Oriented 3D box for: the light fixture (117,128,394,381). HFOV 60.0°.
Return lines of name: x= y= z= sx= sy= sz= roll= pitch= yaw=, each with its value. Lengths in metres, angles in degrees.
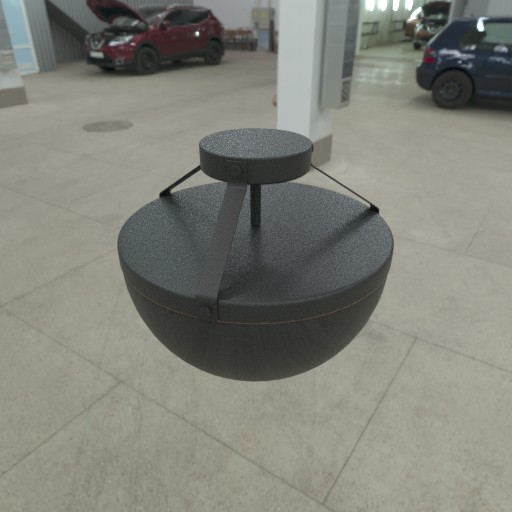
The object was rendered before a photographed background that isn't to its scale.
light fixture: x=0.000 y=0.000 z=0.520 sx=0.304 sy=0.269 sz=0.304 roll=0 pitch=29 yaw=0
